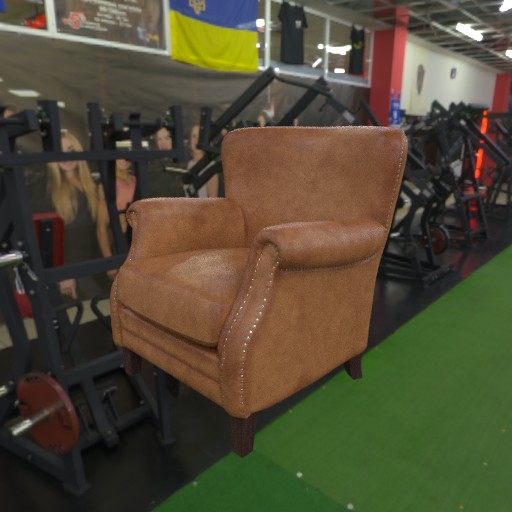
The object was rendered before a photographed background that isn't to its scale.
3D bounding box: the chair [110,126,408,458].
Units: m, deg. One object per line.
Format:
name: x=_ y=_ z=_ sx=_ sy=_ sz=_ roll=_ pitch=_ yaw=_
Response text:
chair: x=0.000 y=0.000 z=1.661 sx=0.861 sy=0.936 sz=0.921 roll=15 pitch=22 yaw=42
